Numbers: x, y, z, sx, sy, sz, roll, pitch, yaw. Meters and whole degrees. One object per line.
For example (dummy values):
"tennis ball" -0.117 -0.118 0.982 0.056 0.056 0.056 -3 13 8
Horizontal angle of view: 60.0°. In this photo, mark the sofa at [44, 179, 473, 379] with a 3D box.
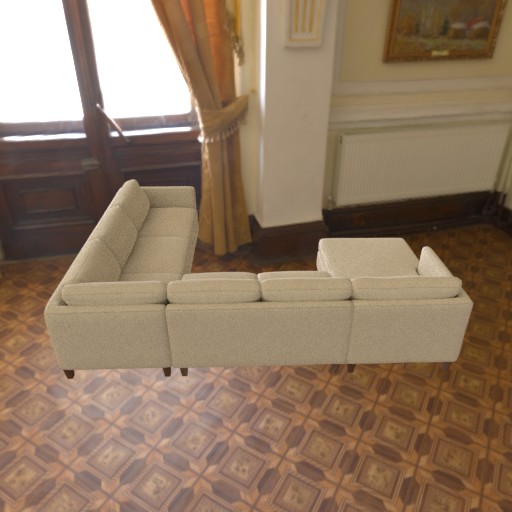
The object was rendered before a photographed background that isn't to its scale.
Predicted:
"sofa" 0.000 0.000 4.489 3.238 0.853 2.551 -1 30 -2
